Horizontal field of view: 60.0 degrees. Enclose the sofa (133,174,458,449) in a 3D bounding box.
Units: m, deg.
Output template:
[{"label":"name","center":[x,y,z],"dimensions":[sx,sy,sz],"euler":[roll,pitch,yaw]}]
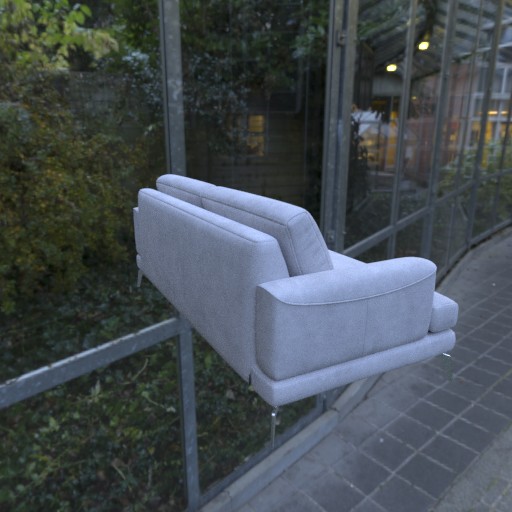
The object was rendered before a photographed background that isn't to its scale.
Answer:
[{"label":"sofa","center":[0.000,0.000,2.534],"dimensions":[0.980,0.830,2.013],"euler":[-8,17,-27]}]
